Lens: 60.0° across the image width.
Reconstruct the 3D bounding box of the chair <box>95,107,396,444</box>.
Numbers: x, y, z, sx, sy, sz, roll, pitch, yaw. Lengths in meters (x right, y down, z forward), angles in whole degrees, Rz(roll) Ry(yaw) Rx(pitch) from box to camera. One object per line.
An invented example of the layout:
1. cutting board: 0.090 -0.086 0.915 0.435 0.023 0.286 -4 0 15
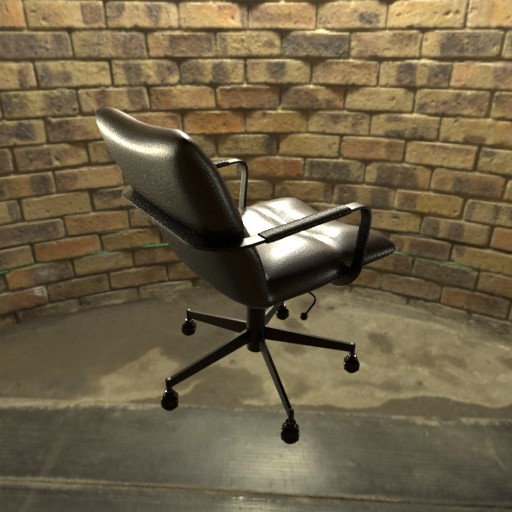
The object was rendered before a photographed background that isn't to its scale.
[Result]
1. chair: 0.000 0.000 1.434 0.748 0.922 0.719 -17 31 -31
